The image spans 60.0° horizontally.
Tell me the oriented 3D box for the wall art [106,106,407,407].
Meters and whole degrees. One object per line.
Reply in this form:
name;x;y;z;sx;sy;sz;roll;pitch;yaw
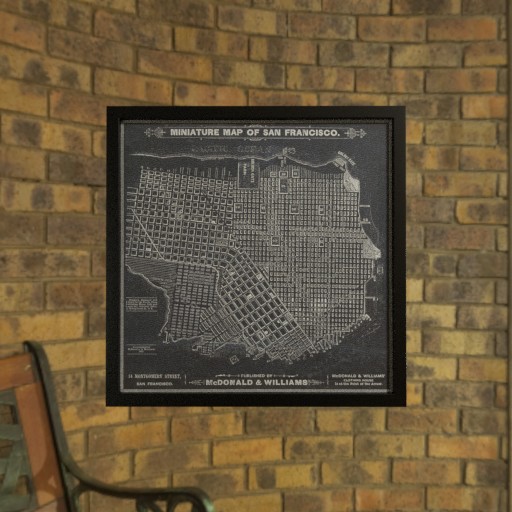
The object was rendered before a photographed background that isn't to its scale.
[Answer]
wall art;0.000;0.000;0.680;0.457;0.458;0.012;0;0;0
